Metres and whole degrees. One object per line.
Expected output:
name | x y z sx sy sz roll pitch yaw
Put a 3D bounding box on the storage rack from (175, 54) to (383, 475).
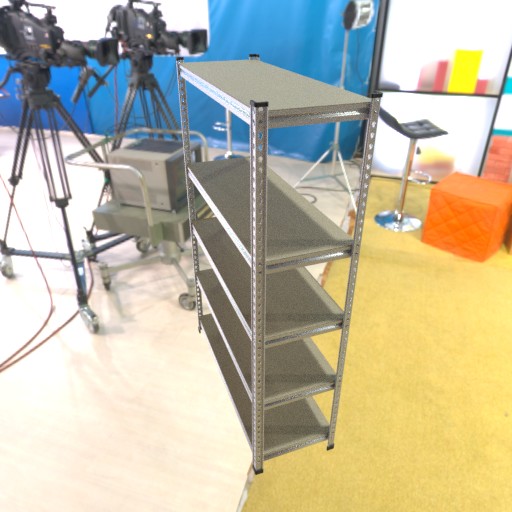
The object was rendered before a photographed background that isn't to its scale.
storage rack | 0.000 0.000 2.353 0.457 1.829 1.219 -11 32 -17
